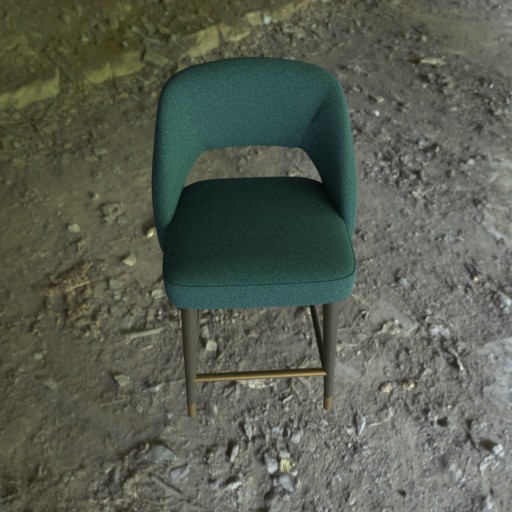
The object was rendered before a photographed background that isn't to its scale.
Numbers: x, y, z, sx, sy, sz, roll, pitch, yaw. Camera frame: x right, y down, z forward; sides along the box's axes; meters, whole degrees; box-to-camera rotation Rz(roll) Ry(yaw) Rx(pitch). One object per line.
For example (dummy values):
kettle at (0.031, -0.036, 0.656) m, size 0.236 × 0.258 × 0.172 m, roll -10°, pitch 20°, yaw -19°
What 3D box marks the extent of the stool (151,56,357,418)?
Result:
stool at (0.000, 0.000, 1.280) m, size 0.536 × 0.939 × 0.522 m, roll -2°, pitch 45°, yaw -2°
